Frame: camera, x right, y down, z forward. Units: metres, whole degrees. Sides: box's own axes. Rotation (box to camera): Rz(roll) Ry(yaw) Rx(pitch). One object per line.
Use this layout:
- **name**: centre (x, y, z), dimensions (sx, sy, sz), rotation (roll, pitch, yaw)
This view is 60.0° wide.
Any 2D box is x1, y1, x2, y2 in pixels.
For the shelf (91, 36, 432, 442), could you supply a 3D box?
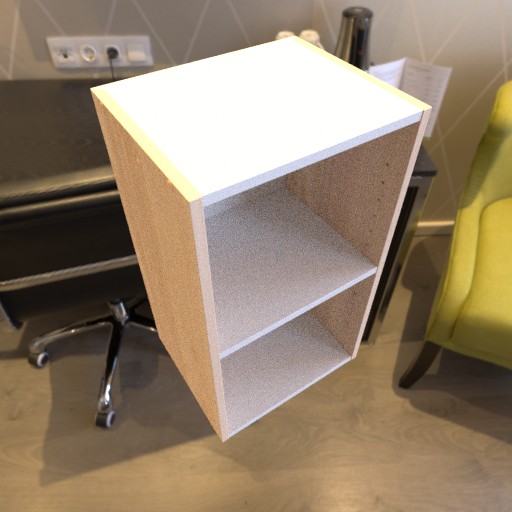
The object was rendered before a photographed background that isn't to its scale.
- **shelf**: centre (0.000, 0.000, 0.798), dimensions (0.350, 0.600, 0.290), rotation (-25, 51, -22)
